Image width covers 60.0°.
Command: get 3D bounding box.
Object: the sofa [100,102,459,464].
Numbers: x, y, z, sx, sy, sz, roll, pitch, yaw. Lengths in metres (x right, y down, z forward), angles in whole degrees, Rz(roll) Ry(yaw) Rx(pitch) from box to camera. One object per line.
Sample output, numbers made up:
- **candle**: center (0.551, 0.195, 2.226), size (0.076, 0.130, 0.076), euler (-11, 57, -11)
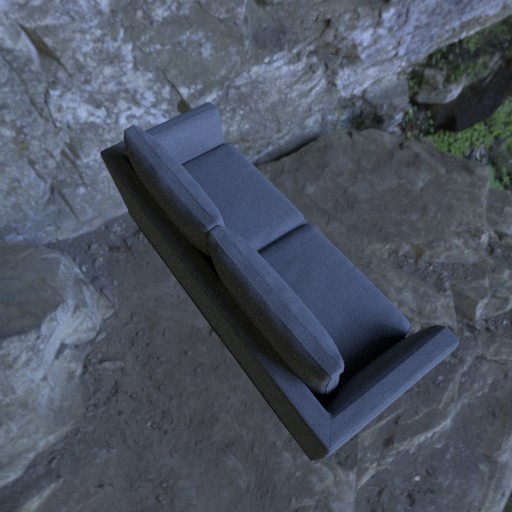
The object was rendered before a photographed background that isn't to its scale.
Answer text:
- **sofa**: center (0.000, 0.000, 2.673), size (0.869, 1.002, 2.212), euler (-32, 62, -19)
